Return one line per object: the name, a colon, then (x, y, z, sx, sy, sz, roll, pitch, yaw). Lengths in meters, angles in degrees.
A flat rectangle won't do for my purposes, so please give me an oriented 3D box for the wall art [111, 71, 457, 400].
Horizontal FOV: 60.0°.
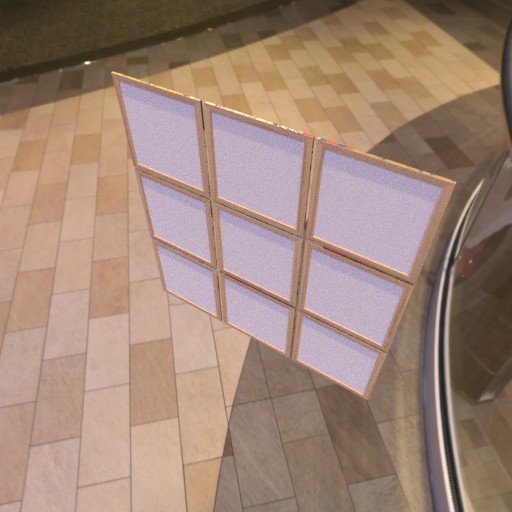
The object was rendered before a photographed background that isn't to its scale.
wall art: (0.000, 0.000, 2.256, 1.519, 1.534, 0.013, 25, 51, 22)
